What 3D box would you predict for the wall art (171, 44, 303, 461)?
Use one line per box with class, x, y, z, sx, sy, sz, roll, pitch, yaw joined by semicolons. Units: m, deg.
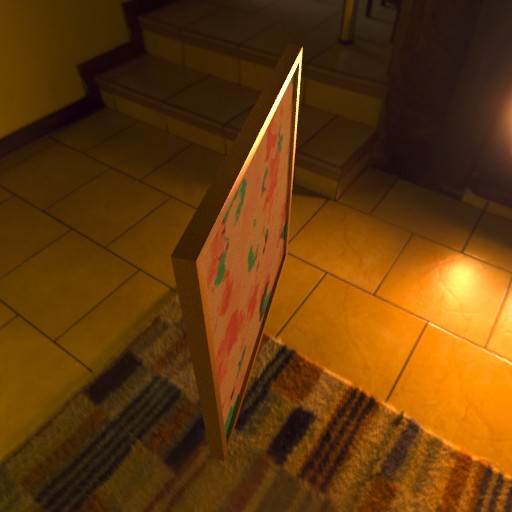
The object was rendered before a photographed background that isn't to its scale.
wall art;0.000;0.000;1.136;0.036;0.765;0.767;11;47;10
